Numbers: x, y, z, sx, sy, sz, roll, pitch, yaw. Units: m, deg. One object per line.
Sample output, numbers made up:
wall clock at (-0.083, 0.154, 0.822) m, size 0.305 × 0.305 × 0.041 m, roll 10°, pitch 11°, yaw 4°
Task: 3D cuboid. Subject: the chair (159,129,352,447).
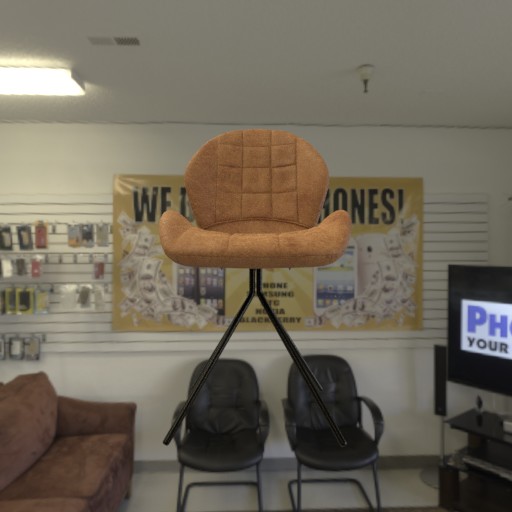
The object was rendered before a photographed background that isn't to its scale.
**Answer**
chair at (0.000, 0.000, 1.342) m, size 0.527 × 0.929 × 0.640 m, roll 0°, pitch 0°, yaw 1°
